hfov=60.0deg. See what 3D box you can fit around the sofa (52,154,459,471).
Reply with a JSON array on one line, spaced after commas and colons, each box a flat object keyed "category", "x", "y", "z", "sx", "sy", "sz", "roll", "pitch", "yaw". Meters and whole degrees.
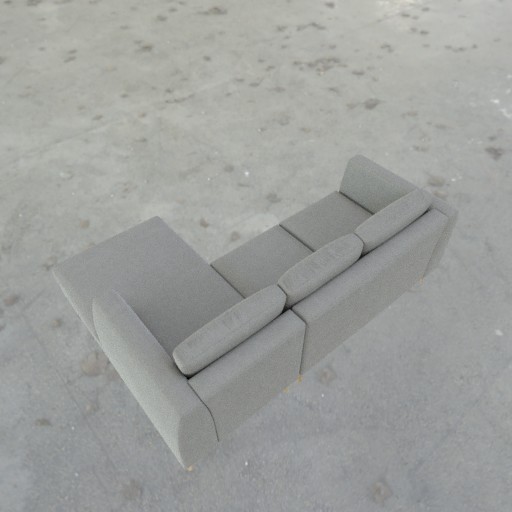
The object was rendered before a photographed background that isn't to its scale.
[{"category": "sofa", "x": 0.000, "y": 0.000, "z": 3.064, "sx": 2.300, "sy": 0.860, "sz": 1.580, "roll": -31, "pitch": 54, "yaw": -26}]
